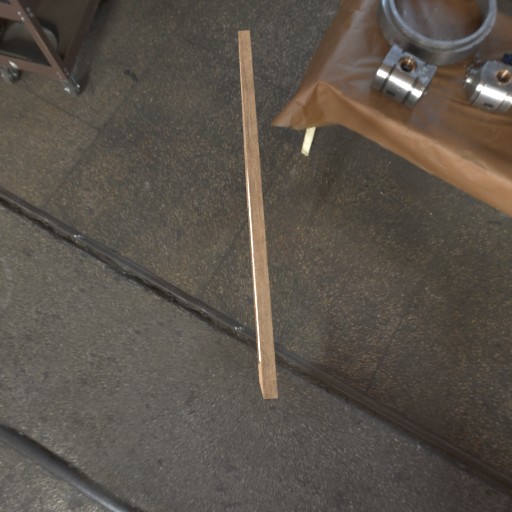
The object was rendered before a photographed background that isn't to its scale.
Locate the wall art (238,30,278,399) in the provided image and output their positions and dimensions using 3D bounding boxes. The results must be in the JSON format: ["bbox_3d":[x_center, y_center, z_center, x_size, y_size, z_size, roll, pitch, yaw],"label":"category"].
[{"bbox_3d":[0.000,0.000,0.940,0.018,0.686,0.534,-4,76,-1],"label":"wall art"}]
